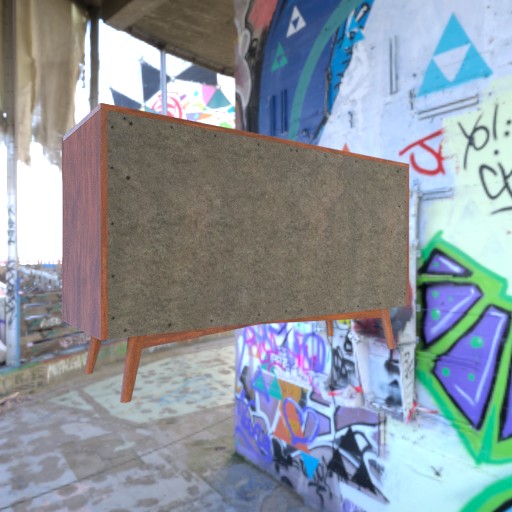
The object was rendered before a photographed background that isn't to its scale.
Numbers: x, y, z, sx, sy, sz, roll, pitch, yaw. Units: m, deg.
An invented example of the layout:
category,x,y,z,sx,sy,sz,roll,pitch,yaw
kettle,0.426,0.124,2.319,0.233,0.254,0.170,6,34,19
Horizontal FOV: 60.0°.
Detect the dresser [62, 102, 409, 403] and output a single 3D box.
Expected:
category,x,y,z,sx,sy,sz,roll,pitch,yaw
dresser,0.000,0.000,1.914,1.472,0.889,0.500,0,0,-36
